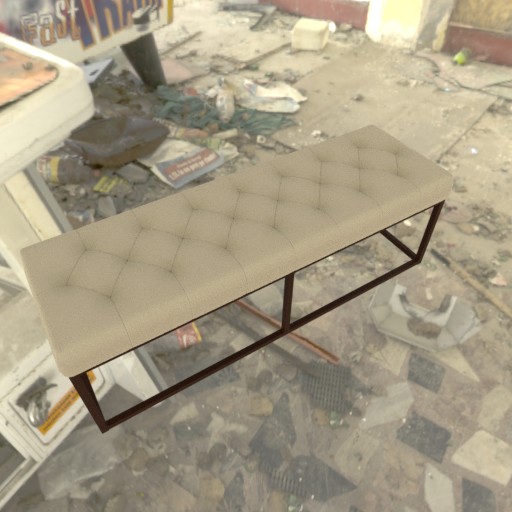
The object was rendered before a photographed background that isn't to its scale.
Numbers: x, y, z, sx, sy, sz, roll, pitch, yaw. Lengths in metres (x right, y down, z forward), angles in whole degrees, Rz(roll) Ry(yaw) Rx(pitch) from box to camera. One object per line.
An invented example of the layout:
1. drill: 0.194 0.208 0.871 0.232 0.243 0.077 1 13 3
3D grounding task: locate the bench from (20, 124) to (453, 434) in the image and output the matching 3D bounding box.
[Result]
1. bench: 0.000 0.000 1.675 1.488 0.488 0.479 -24 50 -22
